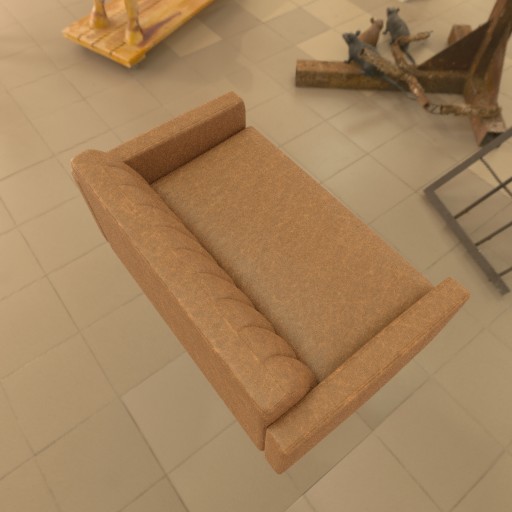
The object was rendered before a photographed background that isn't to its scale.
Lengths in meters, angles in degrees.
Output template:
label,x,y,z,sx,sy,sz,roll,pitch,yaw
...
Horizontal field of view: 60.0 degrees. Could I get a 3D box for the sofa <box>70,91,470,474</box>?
label,x,y,z,sx,sy,sz,roll,pitch,yaw
sofa,0.000,0.000,2.040,0.960,0.820,1.549,-33,63,-19
